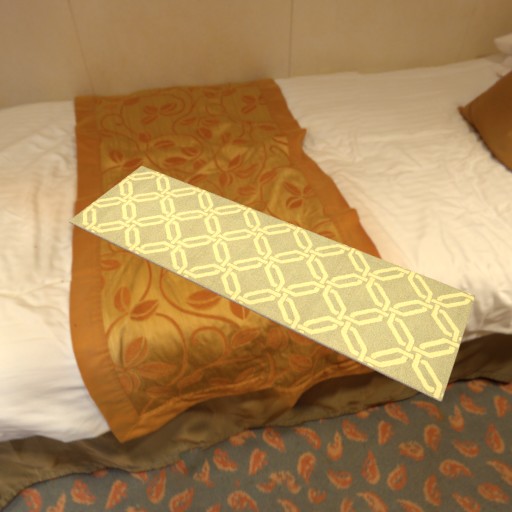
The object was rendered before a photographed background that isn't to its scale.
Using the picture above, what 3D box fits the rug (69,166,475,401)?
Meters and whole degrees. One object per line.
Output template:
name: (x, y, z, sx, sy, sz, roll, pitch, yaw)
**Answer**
rug: (0.000, 0.000, 2.523, 2.276, 0.014, 0.678, 23, 51, 21)
